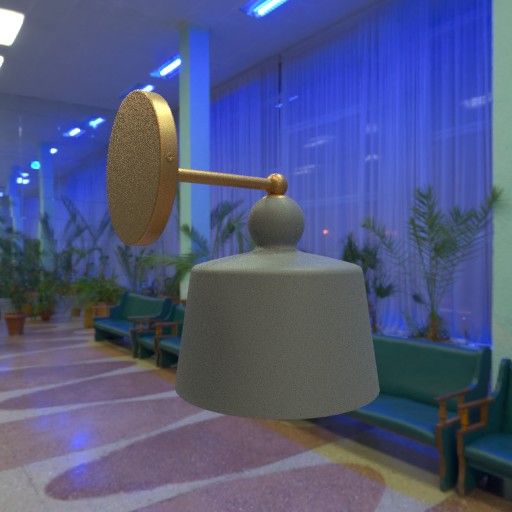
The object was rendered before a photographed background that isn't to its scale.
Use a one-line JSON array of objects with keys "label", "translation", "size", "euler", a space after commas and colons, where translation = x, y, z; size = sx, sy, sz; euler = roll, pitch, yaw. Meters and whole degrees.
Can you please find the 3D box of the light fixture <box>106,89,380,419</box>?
[{"label": "light fixture", "translation": [0.000, 0.000, 0.436], "size": [0.254, 0.268, 0.204], "euler": [0, 1, -36]}]
